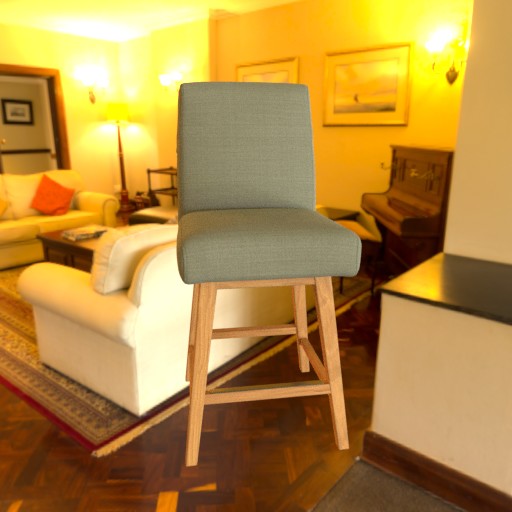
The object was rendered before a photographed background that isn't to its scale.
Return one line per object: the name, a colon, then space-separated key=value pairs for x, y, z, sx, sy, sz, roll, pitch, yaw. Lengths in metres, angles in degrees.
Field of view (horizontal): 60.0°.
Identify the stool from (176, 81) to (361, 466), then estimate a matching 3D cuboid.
stool: x=0.000 y=0.000 z=1.320 sx=0.459 sy=1.019 sz=0.570 roll=-2 pitch=16 yaw=-8
